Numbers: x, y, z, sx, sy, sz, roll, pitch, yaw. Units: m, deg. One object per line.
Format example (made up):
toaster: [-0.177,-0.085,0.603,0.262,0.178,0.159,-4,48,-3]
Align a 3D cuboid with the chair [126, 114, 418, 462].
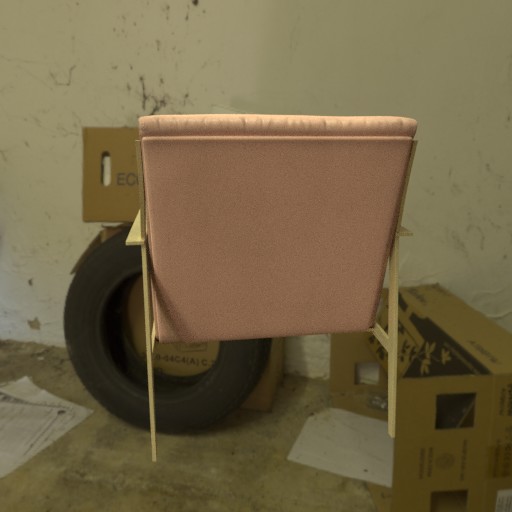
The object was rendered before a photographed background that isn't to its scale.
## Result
chair: [0.000,0.000,1.414,0.701,0.823,0.848,-2,15,-8]
